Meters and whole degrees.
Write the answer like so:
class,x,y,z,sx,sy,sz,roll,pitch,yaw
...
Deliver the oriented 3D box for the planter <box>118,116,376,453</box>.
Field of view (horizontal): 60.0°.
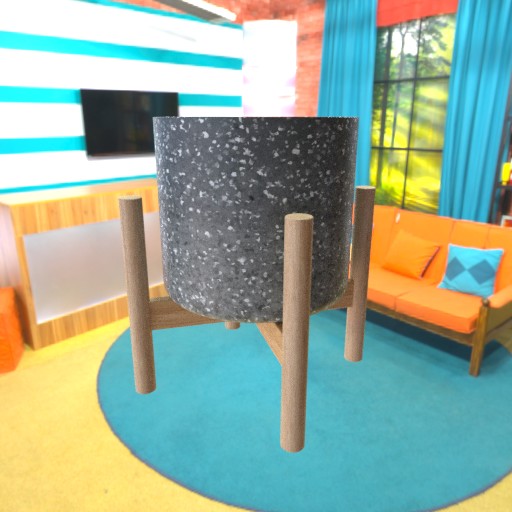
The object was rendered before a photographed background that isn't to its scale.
class,x,y,z,sx,sy,sz,roll,pitch,yaw
planter,0.000,0.000,0.536,0.284,0.320,0.284,2,17,7
